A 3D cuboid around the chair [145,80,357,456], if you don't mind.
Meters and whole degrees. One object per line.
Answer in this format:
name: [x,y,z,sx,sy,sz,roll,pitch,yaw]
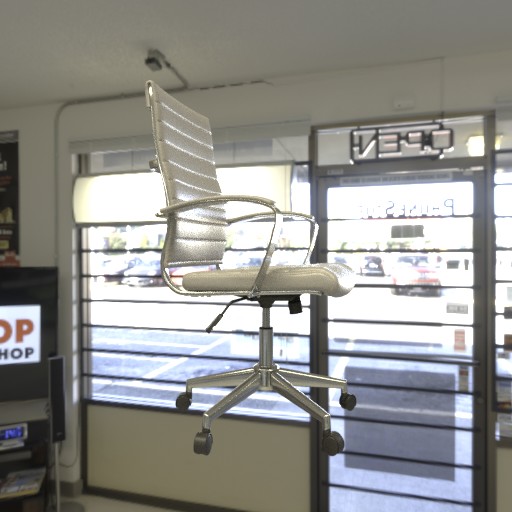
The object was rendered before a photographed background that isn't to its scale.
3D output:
chair: [0.000,0.000,1.562,0.667,1.149,0.679,0,1,19]
